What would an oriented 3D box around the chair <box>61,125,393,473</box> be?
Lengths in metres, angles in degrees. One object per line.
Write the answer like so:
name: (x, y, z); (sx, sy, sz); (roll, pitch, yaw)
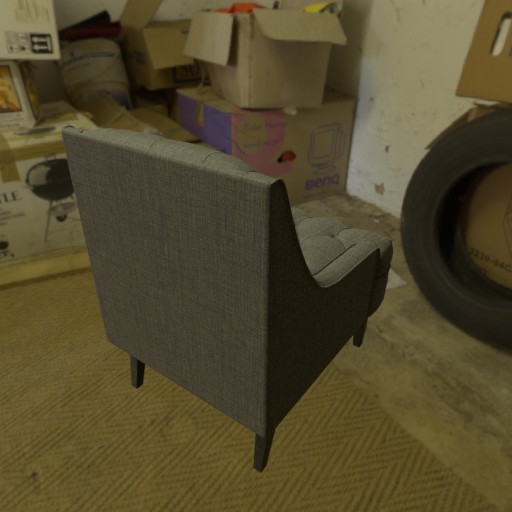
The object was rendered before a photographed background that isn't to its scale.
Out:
chair: (0.000, 0.000, 1.403); (0.655, 0.891, 0.771); (20, 36, 31)
